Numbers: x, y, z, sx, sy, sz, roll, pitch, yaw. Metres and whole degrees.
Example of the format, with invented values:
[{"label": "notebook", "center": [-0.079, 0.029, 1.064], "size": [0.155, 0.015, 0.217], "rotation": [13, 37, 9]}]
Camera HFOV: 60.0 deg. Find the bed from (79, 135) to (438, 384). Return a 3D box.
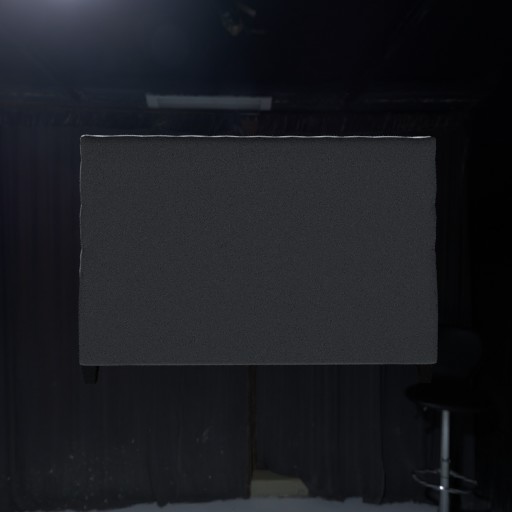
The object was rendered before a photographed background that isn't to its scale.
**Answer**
[{"label": "bed", "center": [0.000, 0.000, 3.706], "size": [2.078, 1.427, 2.387], "rotation": [0, 1, -1]}]
